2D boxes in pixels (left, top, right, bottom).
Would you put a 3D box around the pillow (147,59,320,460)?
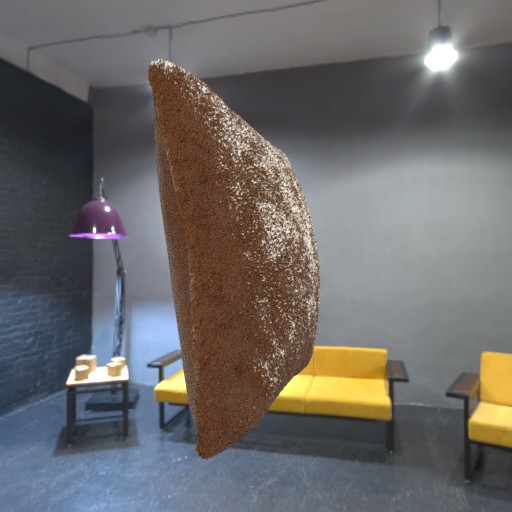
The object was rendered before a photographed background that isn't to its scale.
[{"bbox_3d":[0.000,0.000,0.801,0.218,0.515,0.529,0,0,18],"label":"pillow"}]
